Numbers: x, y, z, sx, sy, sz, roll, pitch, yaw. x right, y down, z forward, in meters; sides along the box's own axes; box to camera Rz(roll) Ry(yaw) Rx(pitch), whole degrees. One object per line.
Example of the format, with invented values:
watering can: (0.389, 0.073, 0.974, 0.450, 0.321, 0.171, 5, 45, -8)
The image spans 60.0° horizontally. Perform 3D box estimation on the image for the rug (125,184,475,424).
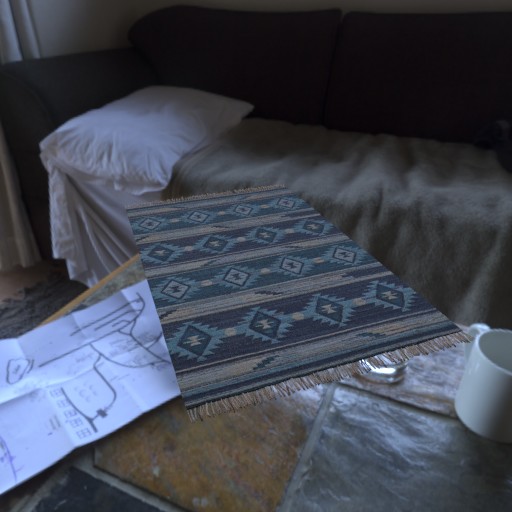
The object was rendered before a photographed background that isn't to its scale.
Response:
rug: (0.000, 0.000, 2.401, 1.181, 0.028, 1.936, -10, 31, -18)
